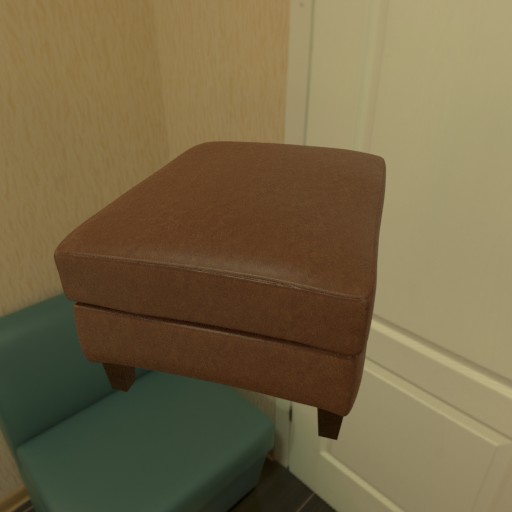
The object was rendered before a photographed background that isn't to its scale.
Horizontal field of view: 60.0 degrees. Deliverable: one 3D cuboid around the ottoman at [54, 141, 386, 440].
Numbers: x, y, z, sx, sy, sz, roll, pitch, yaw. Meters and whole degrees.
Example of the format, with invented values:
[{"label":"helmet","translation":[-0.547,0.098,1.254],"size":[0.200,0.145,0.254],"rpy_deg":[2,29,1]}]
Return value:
[{"label":"ottoman","translation":[0.000,0.000,1.248],"size":[0.650,0.485,0.851],"rpy_deg":[8,31,14]}]
